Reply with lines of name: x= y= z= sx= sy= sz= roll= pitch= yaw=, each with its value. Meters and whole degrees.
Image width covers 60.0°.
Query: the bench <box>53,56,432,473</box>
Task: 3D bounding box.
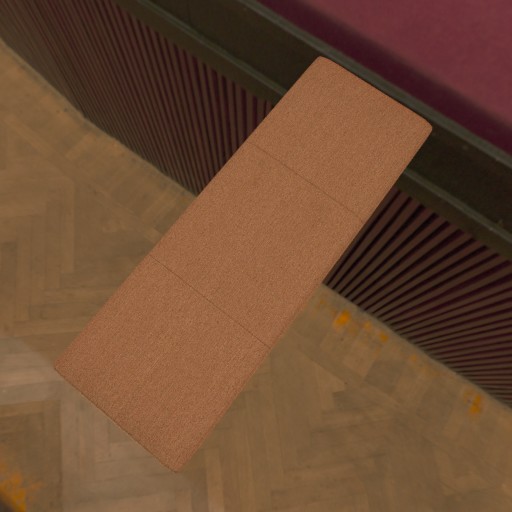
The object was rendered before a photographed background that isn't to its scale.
bench: x=0.000 y=0.000 z=1.470 sx=0.446 sy=0.438 sz=1.269 roll=36 pitch=78 yaw=9
